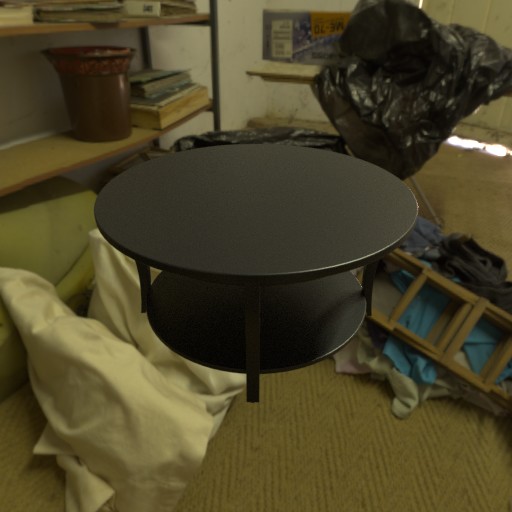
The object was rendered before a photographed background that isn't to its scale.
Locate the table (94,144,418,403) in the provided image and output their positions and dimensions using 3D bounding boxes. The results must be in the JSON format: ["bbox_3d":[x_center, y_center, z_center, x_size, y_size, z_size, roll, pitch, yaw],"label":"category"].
[{"bbox_3d":[0.000,0.000,1.425,0.914,0.457,0.914,0,31,0],"label":"table"}]
